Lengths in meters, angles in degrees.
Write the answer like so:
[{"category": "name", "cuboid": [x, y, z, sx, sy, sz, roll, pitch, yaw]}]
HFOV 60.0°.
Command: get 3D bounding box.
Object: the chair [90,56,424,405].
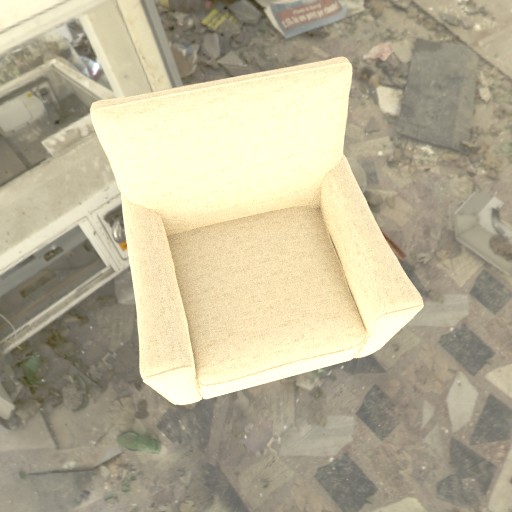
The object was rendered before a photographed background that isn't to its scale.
[{"category": "chair", "cuboid": [0.000, 0.000, 1.598, 0.870, 0.943, 0.823, -13, 63, -7]}]
